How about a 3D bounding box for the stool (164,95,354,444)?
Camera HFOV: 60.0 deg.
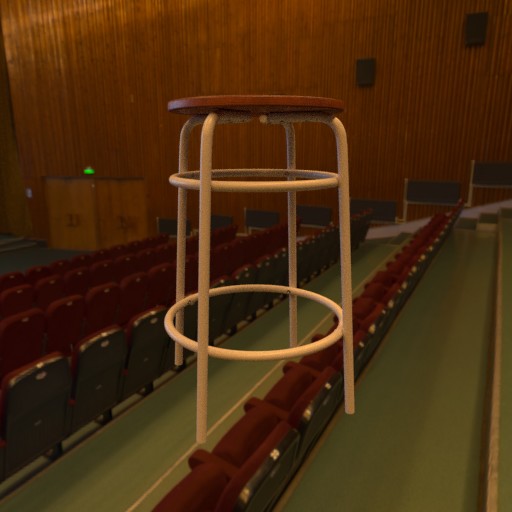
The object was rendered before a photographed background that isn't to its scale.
[{"bbox_3d":[0.000,0.000,0.933,0.455,0.610,0.455,8,17,27],"label":"stool"}]
